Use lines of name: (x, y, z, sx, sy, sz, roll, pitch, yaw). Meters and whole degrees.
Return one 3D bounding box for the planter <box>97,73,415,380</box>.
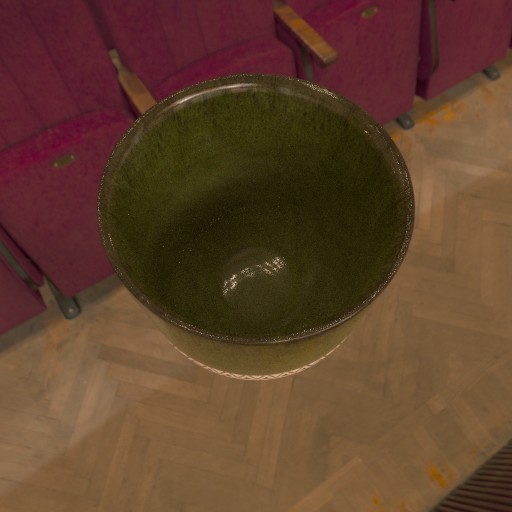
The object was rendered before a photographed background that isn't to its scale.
planter: (0.000, 0.000, 0.494, 0.266, 0.270, 0.266, 0, 65, 0)
